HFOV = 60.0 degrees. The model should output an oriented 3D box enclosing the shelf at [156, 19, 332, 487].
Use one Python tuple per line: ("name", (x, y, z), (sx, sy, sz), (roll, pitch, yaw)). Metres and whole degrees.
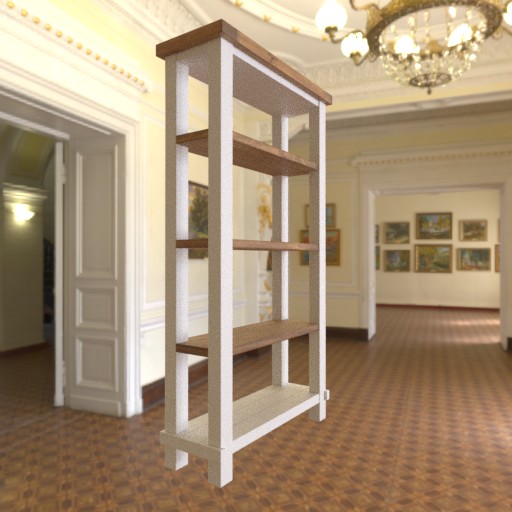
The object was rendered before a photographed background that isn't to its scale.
("shelf", (0.000, 0.000, 2.279), (0.381, 1.878, 1.022), (0, 0, 35))
